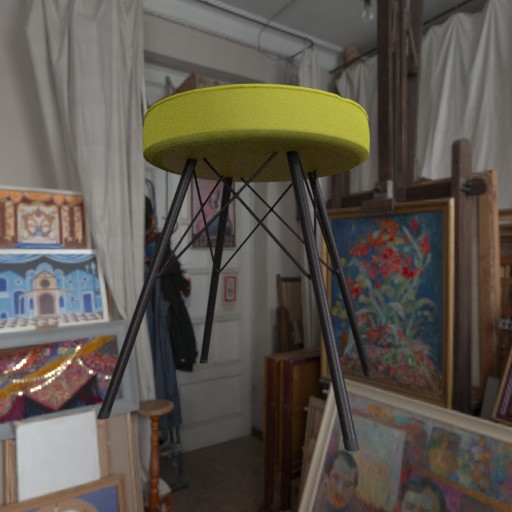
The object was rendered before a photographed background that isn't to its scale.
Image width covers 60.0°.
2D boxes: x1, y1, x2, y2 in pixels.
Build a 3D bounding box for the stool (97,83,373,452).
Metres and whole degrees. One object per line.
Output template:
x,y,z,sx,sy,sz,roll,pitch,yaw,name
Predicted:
0.000,0.000,0.821,0.409,0.508,0.409,0,0,17,stool
